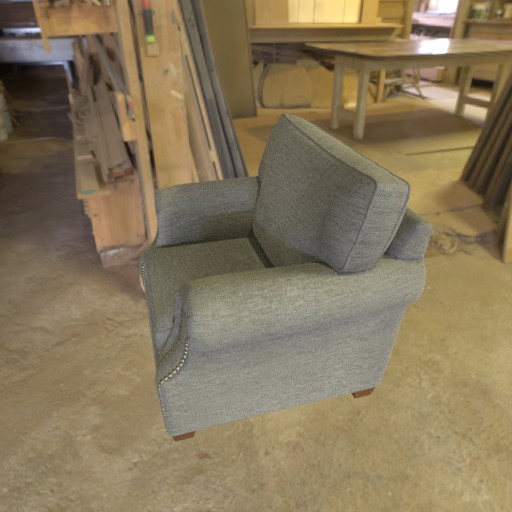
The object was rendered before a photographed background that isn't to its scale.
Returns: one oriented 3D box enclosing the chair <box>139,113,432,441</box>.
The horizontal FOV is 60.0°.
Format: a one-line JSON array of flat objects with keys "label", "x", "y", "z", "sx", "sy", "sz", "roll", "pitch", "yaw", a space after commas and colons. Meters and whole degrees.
[{"label": "chair", "x": 0.000, "y": 0.000, "z": 1.873, "sx": 0.965, "sy": 0.961, "sz": 1.092, "roll": -9, "pitch": 31, "yaw": -14}]
